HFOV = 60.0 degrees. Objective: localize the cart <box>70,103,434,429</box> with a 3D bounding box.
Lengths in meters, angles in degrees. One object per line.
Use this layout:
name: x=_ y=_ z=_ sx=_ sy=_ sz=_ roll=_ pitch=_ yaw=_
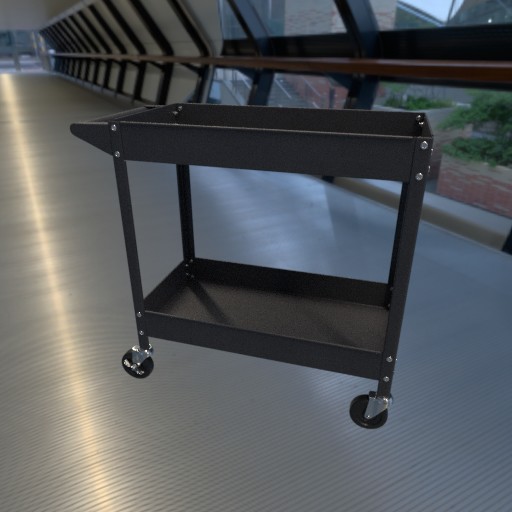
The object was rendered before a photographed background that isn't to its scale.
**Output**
cart: x=0.000 y=0.000 z=1.180 sx=0.779 sy=0.719 sz=0.366 roll=7 pitch=27 yaw=15
